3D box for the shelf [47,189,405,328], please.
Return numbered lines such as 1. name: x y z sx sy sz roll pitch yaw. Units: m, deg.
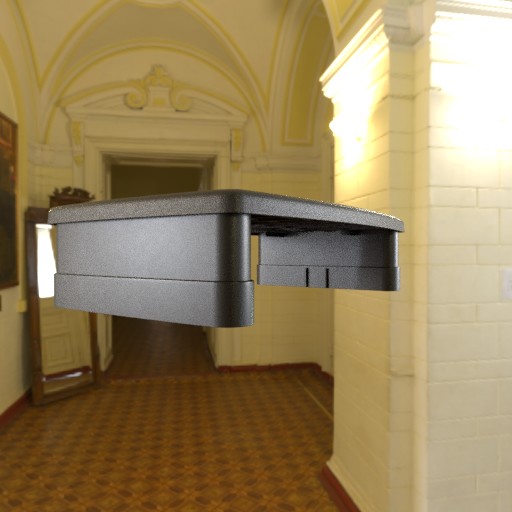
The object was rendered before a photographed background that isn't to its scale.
1. shelf: 0.000 0.000 0.535 0.280 0.100 0.410 0 1 35
